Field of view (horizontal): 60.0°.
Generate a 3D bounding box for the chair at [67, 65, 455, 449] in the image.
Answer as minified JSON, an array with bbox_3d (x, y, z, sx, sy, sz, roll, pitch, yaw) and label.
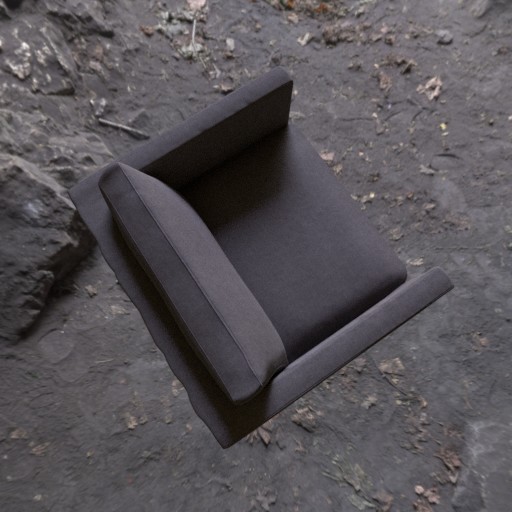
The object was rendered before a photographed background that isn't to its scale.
[{"bbox_3d":[0.000,0.000,1.758,0.949,0.863,1.057,-33,78,-8],"label":"chair"}]
